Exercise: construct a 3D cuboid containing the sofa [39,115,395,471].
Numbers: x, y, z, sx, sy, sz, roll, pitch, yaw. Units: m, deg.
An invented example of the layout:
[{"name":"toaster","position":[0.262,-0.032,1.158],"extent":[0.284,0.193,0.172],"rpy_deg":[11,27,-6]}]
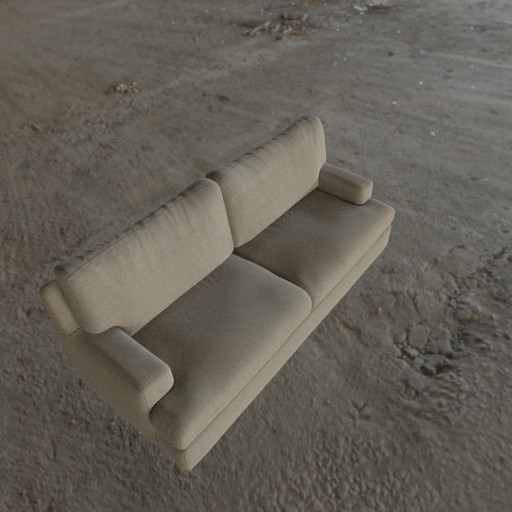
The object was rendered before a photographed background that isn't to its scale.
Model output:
[{"name":"sofa","position":[0.000,0.000,2.873],"extent":[0.962,0.980,2.354],"rpy_deg":[28,49,27]}]
